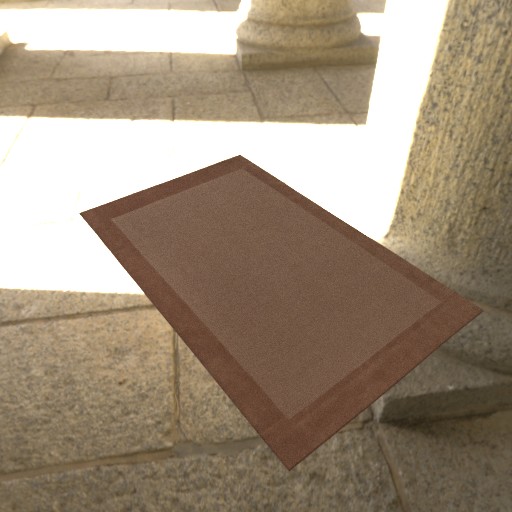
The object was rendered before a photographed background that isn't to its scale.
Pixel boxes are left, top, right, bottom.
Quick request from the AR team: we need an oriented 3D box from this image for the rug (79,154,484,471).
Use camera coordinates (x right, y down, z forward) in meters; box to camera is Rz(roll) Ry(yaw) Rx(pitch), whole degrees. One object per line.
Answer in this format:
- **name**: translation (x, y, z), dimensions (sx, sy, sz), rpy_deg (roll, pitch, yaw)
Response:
- **rug**: translation (0.000, 0.000, 2.998), dimensions (1.524, 0.014, 2.438), rpy_deg (-27, 48, -28)
